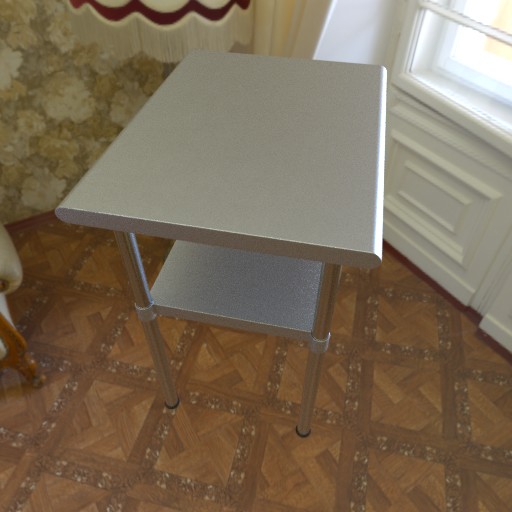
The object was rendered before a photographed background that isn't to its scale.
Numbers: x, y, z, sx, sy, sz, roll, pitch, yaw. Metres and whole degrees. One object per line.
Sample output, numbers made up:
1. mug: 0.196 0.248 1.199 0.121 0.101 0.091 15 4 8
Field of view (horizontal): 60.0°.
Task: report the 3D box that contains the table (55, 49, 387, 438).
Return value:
1. table: 0.000 0.000 1.323 0.584 0.876 0.762 9 46 9
